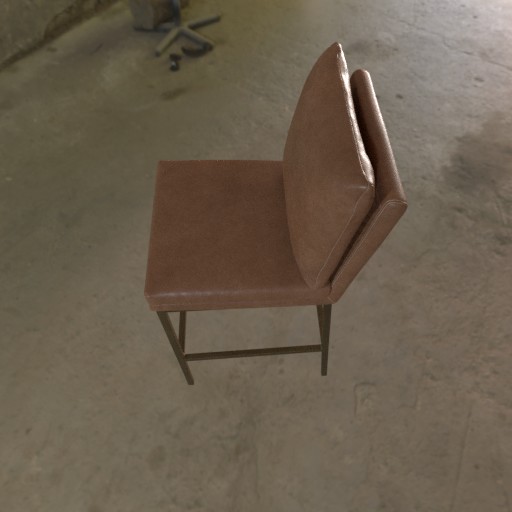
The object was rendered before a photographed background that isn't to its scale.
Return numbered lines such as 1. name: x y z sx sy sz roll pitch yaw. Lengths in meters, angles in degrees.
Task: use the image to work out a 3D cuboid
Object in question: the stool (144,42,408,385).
1. stool: 0.000 0.000 1.362 0.571 1.124 0.463 -2 58 -1
